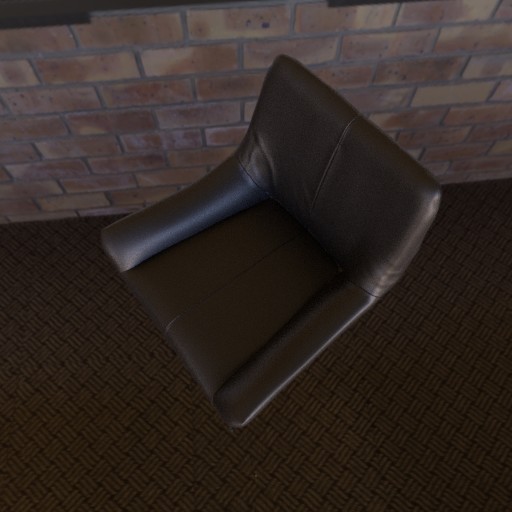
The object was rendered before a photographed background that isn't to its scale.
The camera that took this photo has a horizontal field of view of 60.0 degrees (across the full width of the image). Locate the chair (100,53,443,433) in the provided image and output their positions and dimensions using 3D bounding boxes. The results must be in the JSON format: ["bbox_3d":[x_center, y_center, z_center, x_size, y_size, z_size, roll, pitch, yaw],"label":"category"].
[{"bbox_3d":[0.000,0.000,1.554,0.826,0.922,0.836,-35,69,-16],"label":"chair"}]
